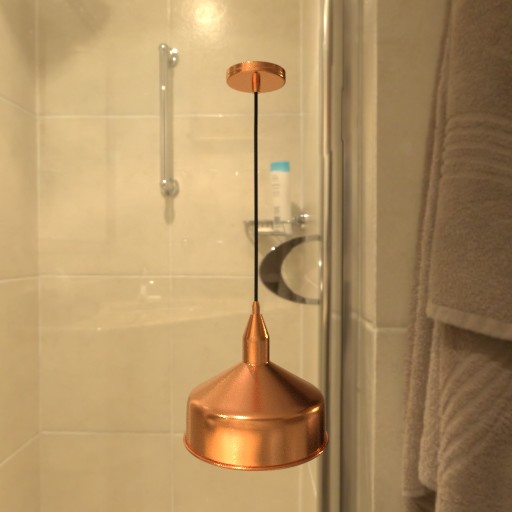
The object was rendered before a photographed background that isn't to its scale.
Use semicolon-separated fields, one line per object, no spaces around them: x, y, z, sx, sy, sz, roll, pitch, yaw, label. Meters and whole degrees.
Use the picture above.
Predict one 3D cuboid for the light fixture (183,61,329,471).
0.000;0.000;0.922;0.301;0.754;0.301;-1;1;-36;light fixture
